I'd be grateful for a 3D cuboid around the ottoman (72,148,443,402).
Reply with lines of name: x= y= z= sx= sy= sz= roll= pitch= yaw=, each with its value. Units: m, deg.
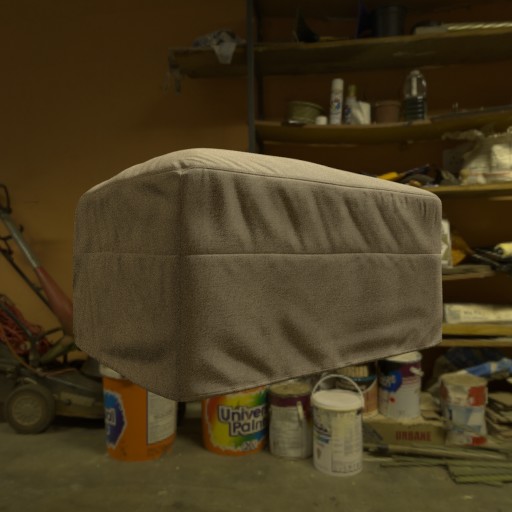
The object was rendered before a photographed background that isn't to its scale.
ottoman: x=0.000 y=0.000 z=1.220 sx=0.837 sy=0.481 sz=0.683 roll=0 pitch=0 yaw=-37
